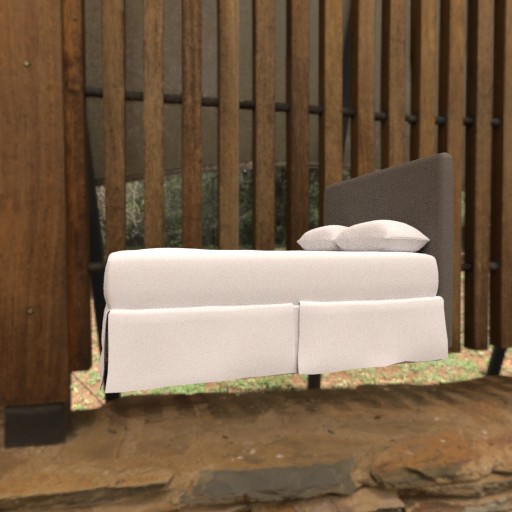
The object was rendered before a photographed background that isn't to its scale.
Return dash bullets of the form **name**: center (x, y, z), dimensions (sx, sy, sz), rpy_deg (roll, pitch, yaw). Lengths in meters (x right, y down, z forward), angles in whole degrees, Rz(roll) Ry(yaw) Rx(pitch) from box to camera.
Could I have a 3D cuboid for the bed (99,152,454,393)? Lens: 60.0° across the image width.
- **bed**: center (0.000, 0.000, 3.225), dimensions (2.142, 1.330, 1.723), rpy_deg (0, 1, -18)
